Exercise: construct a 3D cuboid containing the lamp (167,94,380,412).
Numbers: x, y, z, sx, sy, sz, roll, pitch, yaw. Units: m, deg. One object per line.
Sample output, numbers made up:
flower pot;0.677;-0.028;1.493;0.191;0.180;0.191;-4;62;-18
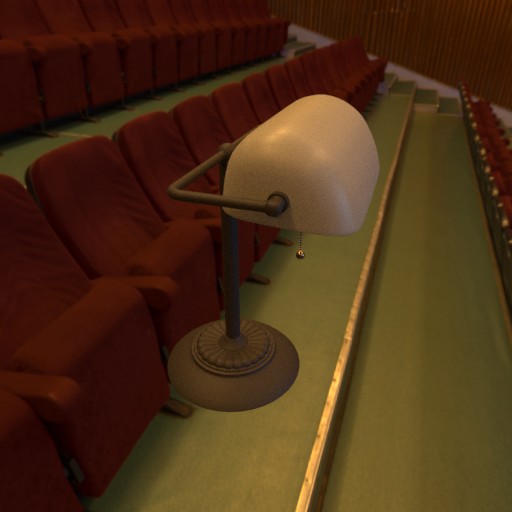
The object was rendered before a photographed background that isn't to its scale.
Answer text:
lamp;0.000;0.000;0.515;0.243;0.339;0.264;10;31;17
